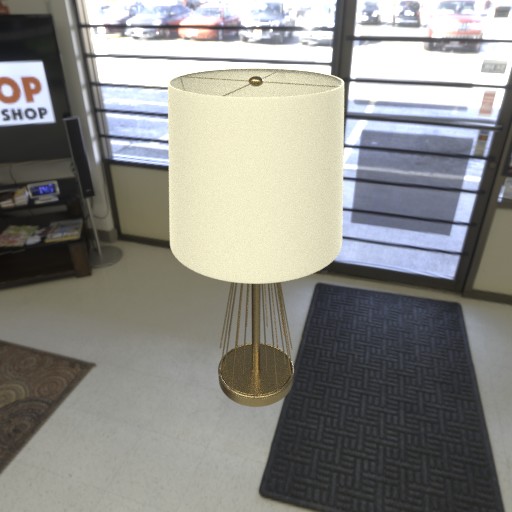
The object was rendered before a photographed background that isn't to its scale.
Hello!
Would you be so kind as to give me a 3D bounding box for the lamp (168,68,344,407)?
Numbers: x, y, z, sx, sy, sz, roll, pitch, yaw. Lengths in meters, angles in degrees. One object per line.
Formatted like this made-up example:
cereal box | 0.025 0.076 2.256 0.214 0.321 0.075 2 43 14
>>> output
lamp | 0.000 0.000 0.813 0.303 0.618 0.303 0 31 0
